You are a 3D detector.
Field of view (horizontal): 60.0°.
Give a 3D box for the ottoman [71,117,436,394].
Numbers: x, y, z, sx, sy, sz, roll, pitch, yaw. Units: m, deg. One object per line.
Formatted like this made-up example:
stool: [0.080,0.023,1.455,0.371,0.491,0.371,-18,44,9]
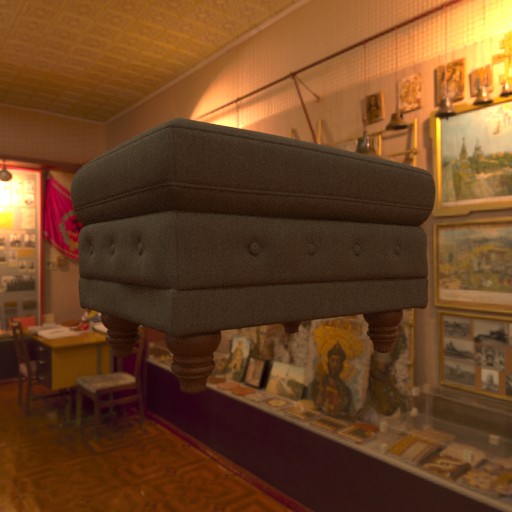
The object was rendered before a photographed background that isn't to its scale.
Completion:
ottoman: [0.000,0.000,1.127,0.771,0.500,0.569,0,0,-37]
